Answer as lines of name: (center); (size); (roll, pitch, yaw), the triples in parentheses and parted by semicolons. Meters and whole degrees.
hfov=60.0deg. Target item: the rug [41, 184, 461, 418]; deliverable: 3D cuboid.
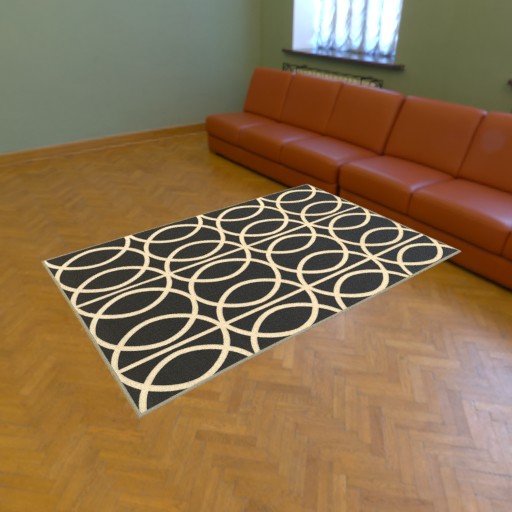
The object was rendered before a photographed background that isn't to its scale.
rug: (0.000, 0.000, 2.893); (2.294, 0.014, 1.528); (-20, 36, -31)
